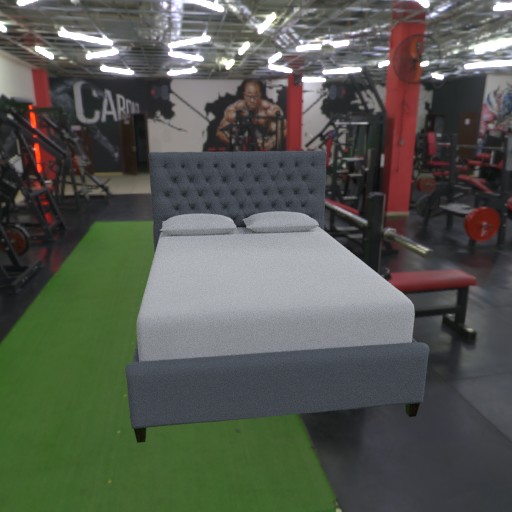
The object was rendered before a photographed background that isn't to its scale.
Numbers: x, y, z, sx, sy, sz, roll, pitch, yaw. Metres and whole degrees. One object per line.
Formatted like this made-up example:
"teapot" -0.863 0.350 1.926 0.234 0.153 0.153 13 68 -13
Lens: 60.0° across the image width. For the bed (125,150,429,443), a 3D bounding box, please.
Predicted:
"bed" 0.000 0.000 3.360 1.698 1.427 2.231 -2 17 -8
